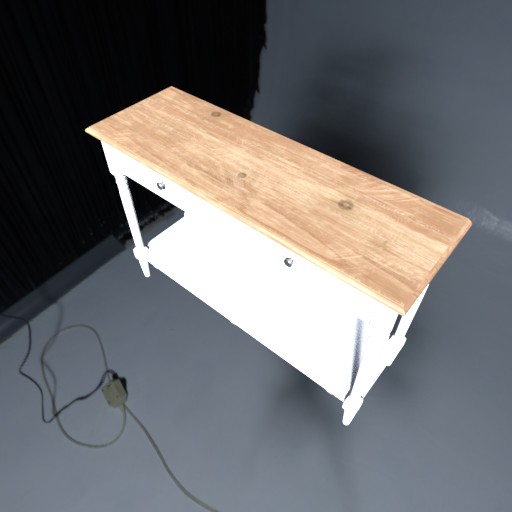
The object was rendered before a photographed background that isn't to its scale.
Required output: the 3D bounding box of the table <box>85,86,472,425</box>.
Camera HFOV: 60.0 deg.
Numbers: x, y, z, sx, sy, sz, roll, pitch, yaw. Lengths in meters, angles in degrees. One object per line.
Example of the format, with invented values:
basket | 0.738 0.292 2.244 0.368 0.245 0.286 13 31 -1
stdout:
table | 0.000 0.000 1.667 1.219 0.800 0.399 32 55 26
